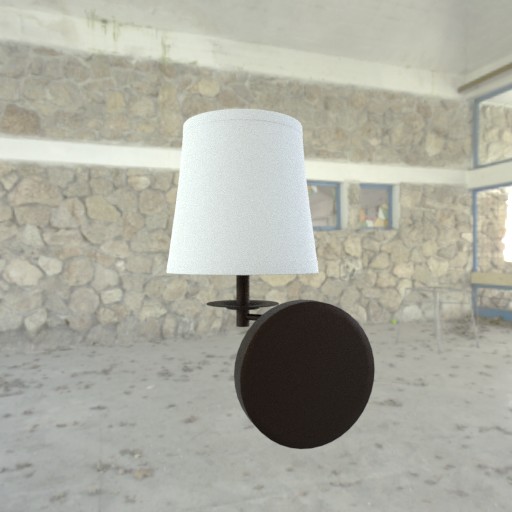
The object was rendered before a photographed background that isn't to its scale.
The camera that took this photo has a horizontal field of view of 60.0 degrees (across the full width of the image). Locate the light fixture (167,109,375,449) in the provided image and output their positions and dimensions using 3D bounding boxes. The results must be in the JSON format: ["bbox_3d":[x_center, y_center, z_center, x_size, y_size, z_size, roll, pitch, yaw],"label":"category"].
[{"bbox_3d":[0.000,0.000,0.271,0.100,0.172,0.157,0,0,-18],"label":"light fixture"}]
